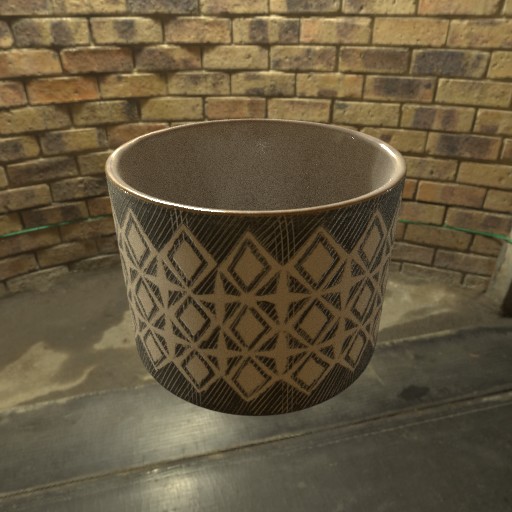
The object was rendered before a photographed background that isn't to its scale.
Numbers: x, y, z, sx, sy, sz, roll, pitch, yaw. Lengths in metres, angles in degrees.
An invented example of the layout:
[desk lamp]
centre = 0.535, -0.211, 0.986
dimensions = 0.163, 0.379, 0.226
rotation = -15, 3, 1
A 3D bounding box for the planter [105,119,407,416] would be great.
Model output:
[planter]
centre = 0.000, 0.000, 0.219
dimensions = 0.126, 0.104, 0.126
rotation = 0, 30, 0
